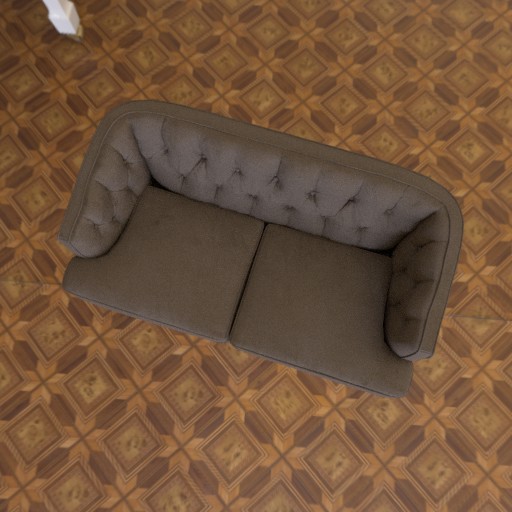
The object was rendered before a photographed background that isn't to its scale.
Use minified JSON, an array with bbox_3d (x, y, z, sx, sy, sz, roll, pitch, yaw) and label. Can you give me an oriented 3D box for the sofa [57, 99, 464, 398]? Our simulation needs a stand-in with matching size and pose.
[{"bbox_3d":[0.000,0.000,2.224,1.733,0.855,0.941,17,75,5],"label":"sofa"}]
